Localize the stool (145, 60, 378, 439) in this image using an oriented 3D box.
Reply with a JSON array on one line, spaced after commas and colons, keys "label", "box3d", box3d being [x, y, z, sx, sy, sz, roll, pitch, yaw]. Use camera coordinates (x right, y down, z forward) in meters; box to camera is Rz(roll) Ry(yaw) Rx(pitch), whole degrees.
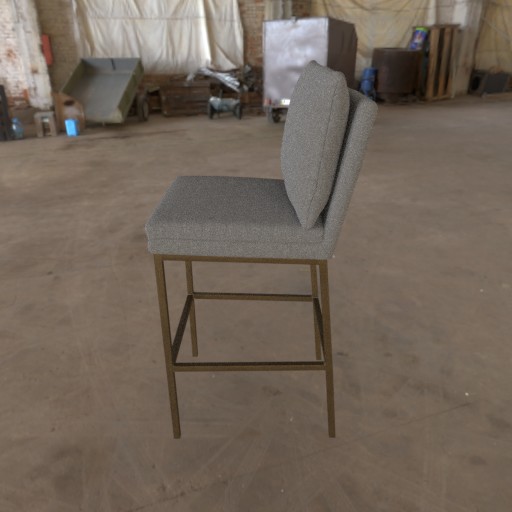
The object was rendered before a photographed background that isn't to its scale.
[{"label": "stool", "box3d": [0.000, 0.000, 1.415, 0.569, 1.132, 0.463, 0, 26, 1]}]
